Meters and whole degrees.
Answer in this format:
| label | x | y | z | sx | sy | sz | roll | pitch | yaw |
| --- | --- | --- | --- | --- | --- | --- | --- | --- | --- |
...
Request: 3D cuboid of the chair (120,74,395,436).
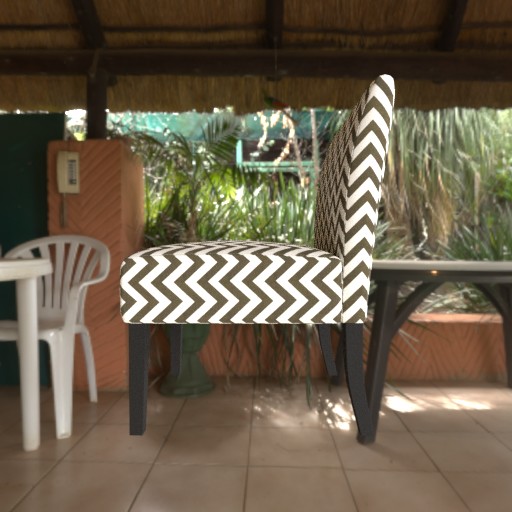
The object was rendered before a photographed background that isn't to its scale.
| label | x | y | z | sx | sy | sz | roll | pitch | yaw |
| --- | --- | --- | --- | --- | --- | --- | --- | --- | --- |
| chair | 0.000 | 0.000 | 1.299 | 0.648 | 0.838 | 0.589 | 0 | 1 | 0 |
